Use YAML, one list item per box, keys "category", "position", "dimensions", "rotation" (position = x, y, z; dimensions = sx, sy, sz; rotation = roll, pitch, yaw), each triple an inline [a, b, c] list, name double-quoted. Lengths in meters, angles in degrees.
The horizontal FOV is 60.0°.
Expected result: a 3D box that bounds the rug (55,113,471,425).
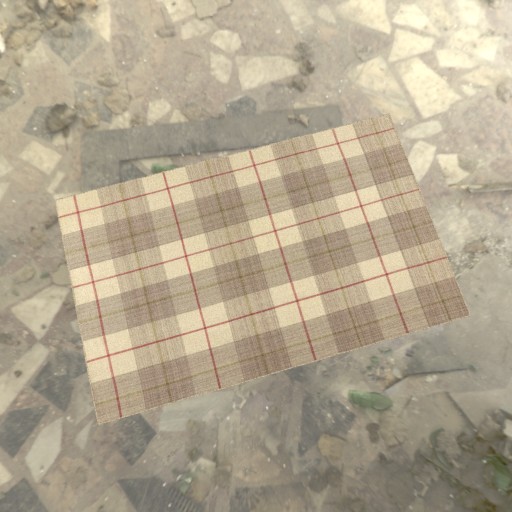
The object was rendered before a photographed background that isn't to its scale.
- category: "rug"
  position: [0.000, 0.000, 2.978]
  dimensions: [2.464, 0.010, 1.549]
  rotation: [-16, 77, -4]
